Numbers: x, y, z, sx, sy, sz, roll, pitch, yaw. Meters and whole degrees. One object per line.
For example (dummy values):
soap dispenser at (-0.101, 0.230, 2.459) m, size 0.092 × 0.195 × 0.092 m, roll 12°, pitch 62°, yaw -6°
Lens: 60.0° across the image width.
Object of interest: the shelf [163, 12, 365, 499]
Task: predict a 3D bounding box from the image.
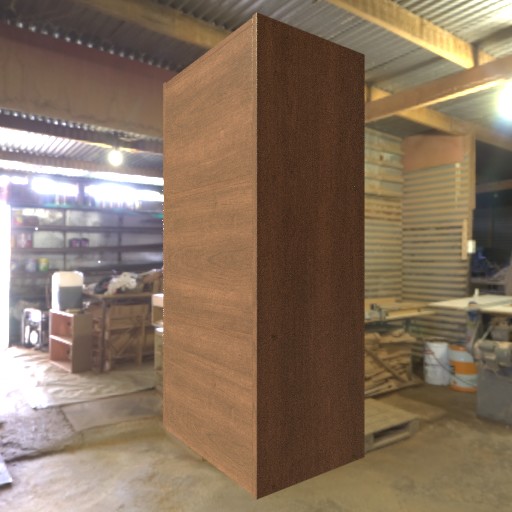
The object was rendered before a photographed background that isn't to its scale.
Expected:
shelf at (0.000, 0.000, 1.050) m, size 0.290 × 0.879 × 0.414 m, roll 0°, pitch 0°, yaw -36°
